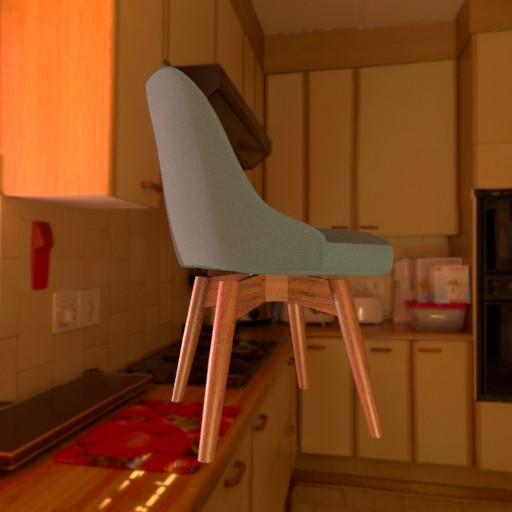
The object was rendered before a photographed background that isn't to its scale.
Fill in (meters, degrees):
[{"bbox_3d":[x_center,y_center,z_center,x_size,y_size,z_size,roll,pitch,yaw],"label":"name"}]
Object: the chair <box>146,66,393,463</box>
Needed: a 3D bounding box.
[{"bbox_3d":[0.000,0.000,1.215,0.589,0.882,0.503,0,0,-18],"label":"chair"}]
